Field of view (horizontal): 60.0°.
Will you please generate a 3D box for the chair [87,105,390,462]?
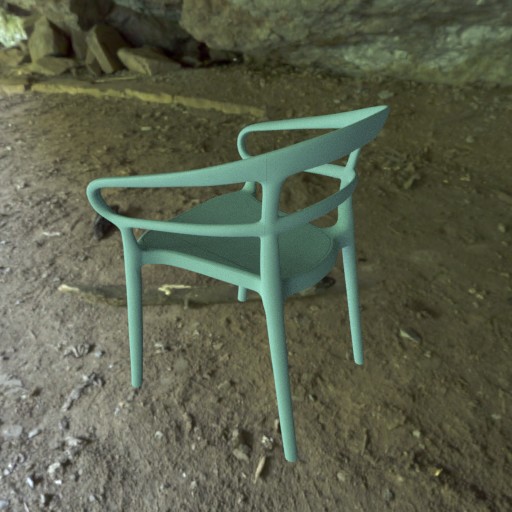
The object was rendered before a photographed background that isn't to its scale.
[{"bbox_3d":[0.000,0.000,1.113,0.527,0.761,0.559,20,36,30],"label":"chair"}]
